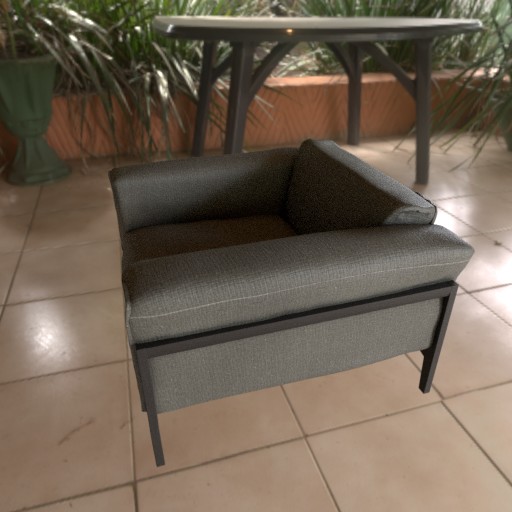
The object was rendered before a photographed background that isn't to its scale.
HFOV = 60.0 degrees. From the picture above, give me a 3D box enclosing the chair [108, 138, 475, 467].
[{"bbox_3d":[0.000,0.000,1.633,0.969,0.646,1.056,-9,31,-15],"label":"chair"}]
